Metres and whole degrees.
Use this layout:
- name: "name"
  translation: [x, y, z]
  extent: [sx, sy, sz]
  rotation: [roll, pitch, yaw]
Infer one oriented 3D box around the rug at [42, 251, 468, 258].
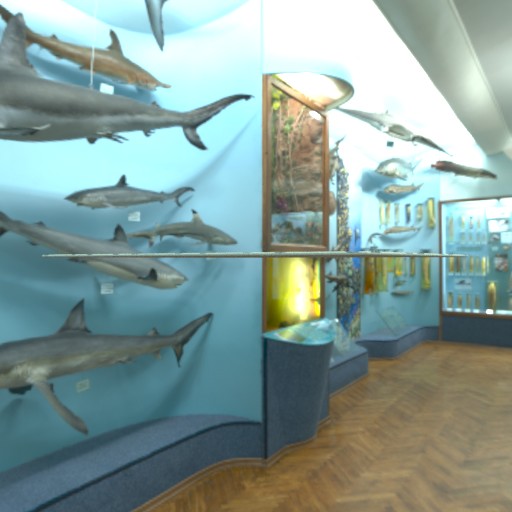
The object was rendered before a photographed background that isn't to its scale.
- name: "rug"
  translation: [0.000, 0.000, 3.790]
  extent: [2.910, 0.021, 2.211]
  rotation: [0, 0, 37]
